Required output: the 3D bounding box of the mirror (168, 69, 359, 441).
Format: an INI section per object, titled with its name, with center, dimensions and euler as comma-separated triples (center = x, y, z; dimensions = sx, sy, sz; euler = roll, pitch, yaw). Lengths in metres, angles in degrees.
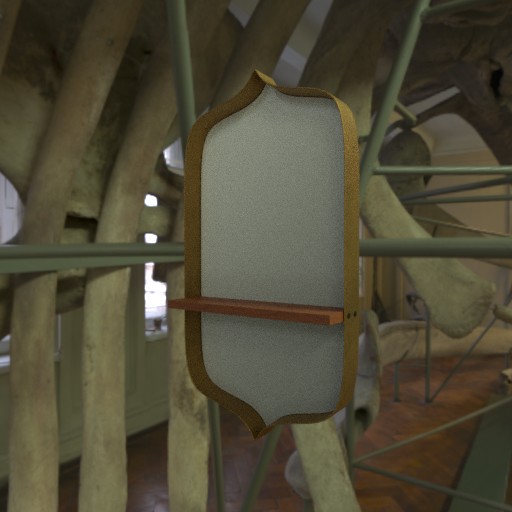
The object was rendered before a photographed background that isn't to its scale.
[mirror]
center = 0.000, 0.000, 0.733
dimensions = 0.323, 0.613, 0.096
euler = 1, 1, 35
